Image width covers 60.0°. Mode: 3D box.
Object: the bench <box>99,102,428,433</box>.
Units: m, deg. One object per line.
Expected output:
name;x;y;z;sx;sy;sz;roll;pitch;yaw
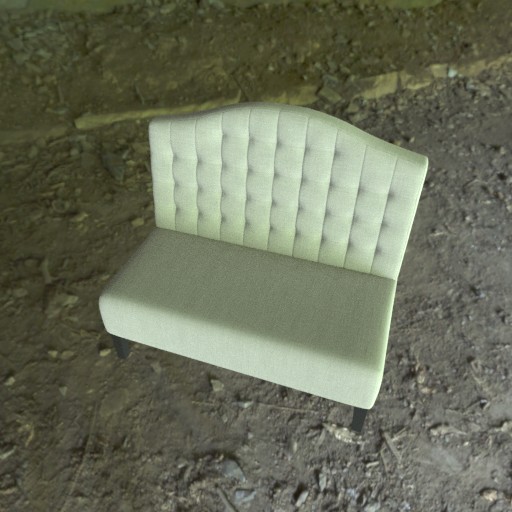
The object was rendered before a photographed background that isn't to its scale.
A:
bench;0.000;0.000;2.104;1.335;1.180;0.815;13;43;14
